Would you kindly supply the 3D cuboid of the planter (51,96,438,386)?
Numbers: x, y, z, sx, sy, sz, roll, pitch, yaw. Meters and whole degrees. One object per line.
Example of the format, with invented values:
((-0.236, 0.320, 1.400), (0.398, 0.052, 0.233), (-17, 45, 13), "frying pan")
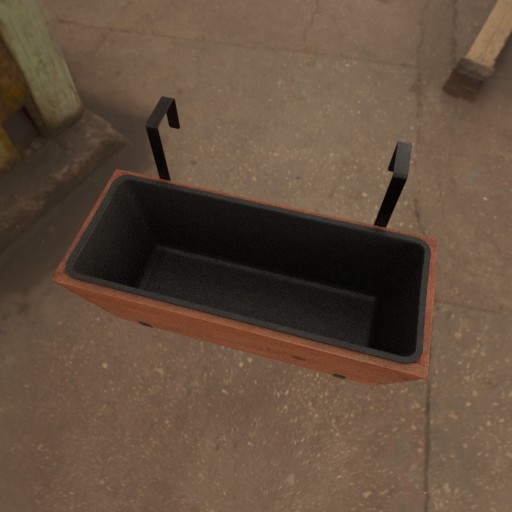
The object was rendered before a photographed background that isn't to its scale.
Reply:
((0.000, 0.000, 0.642), (0.480, 0.289, 0.262), (13, 59, 8), "planter")
